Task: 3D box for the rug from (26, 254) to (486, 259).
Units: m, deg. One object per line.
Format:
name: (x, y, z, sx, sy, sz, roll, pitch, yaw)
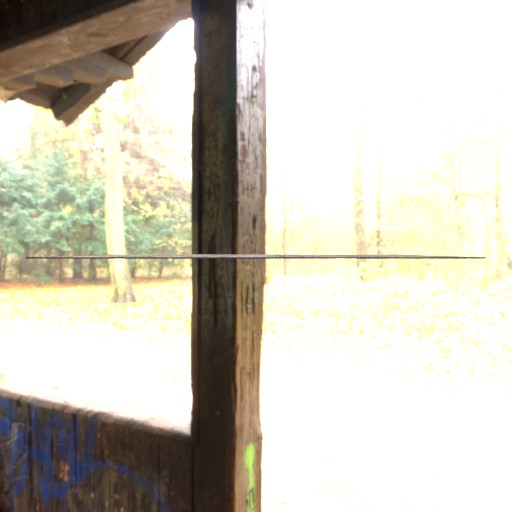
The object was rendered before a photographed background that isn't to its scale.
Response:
rug: (0.000, 0.000, 3.097, 2.440, 0.010, 1.545, 0, 1, 1)
